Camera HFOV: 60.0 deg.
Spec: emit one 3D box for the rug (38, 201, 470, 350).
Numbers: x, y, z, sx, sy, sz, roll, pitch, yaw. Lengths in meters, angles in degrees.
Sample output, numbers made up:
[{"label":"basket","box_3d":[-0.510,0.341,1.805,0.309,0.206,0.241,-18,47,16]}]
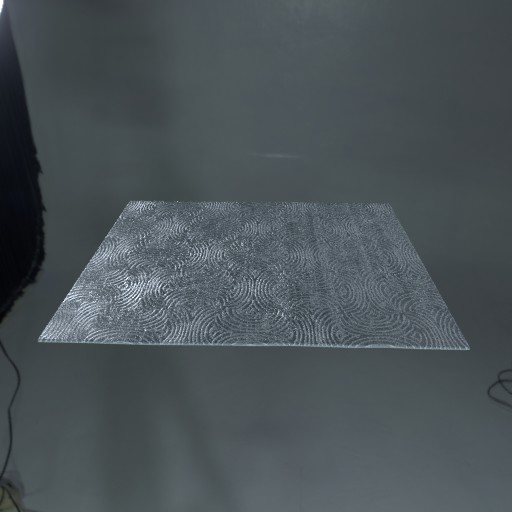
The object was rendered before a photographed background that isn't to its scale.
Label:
[{"label":"rug","box_3d":[0.000,0.000,4.159,3.042,0.021,2.456,1,31,1]}]
